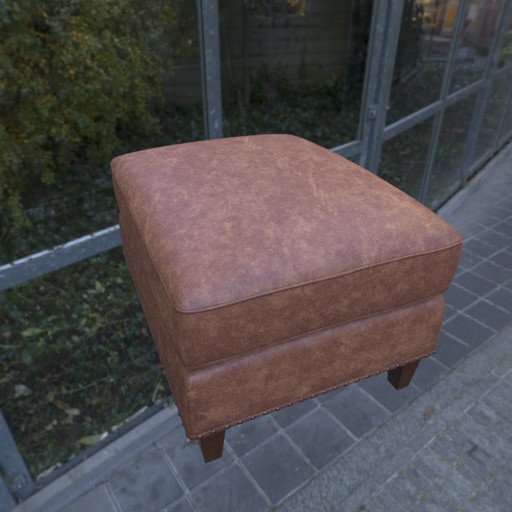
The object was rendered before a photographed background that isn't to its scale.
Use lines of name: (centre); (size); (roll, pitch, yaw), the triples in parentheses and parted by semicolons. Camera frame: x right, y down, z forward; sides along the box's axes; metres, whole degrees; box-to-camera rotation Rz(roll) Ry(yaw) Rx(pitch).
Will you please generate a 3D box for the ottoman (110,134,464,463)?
ottoman: (0.000, 0.000, 1.121); (0.586, 0.486, 0.742); (-13, 33, -20)
